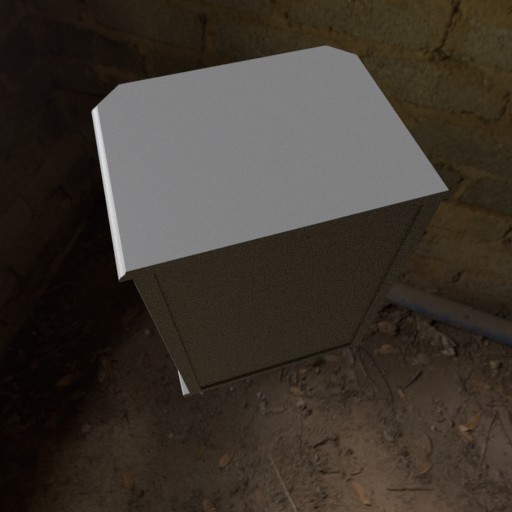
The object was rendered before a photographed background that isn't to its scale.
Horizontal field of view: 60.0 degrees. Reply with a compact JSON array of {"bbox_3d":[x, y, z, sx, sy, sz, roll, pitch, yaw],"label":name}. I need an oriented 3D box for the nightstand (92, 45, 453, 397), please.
[{"bbox_3d":[0.000,0.000,0.929,0.450,0.680,0.350,-15,60,-9],"label":"nightstand"}]
